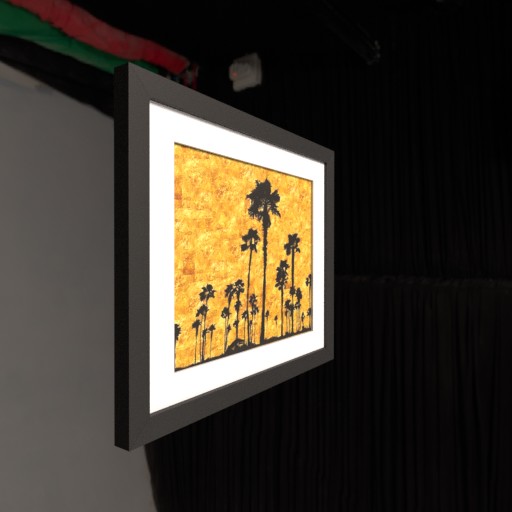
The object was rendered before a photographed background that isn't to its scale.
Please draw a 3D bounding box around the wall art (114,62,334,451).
[{"bbox_3d":[0.000,0.000,0.759,0.028,0.460,0.561,0,1,35],"label":"wall art"}]
